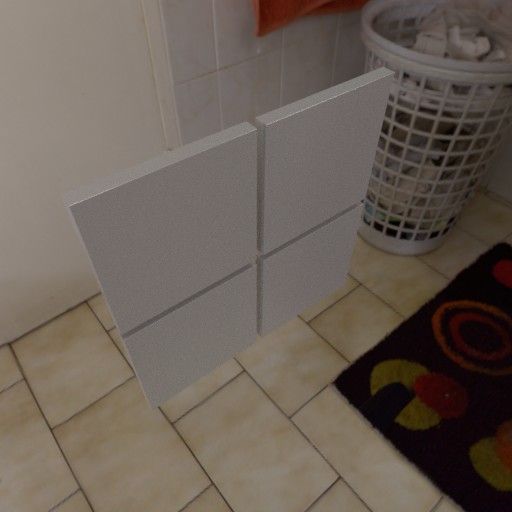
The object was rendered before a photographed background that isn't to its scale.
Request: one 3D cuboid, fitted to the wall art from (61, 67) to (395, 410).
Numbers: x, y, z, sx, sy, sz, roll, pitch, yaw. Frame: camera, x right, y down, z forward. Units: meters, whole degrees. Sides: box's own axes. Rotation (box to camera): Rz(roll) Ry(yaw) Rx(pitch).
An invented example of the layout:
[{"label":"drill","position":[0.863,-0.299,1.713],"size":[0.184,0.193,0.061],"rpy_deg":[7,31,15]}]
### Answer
[{"label":"wall art","position":[0.000,0.000,0.914],"size":[0.611,0.611,0.029],"rpy_deg":[-29,54,-24]}]
